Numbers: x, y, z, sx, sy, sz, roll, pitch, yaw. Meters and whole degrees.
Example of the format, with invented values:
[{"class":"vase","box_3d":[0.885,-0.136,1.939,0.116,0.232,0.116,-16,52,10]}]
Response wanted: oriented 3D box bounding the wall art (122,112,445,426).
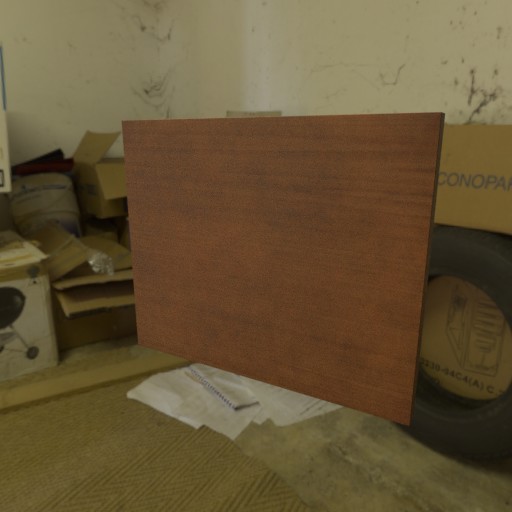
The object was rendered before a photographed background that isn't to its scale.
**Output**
[{"class":"wall art","box_3d":[0.000,0.000,0.765,0.558,0.457,0.033,8,17,29]}]
